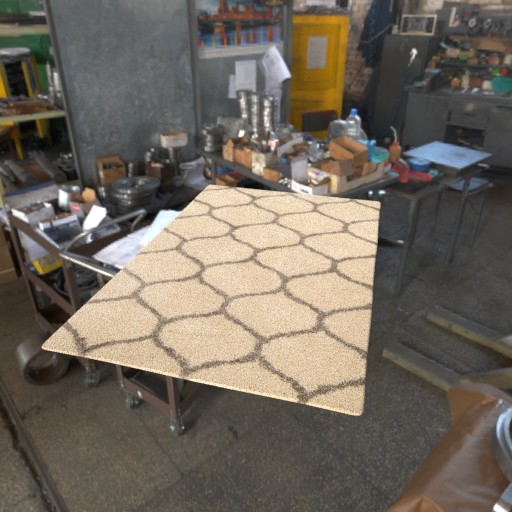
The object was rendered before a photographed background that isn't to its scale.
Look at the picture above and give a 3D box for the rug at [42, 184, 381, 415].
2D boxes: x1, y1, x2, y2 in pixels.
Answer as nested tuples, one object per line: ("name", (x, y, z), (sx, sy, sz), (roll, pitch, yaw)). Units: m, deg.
("rug", (0.000, 0.000, 3.442), (1.801, 0.026, 2.701), (8, 31, 13))
